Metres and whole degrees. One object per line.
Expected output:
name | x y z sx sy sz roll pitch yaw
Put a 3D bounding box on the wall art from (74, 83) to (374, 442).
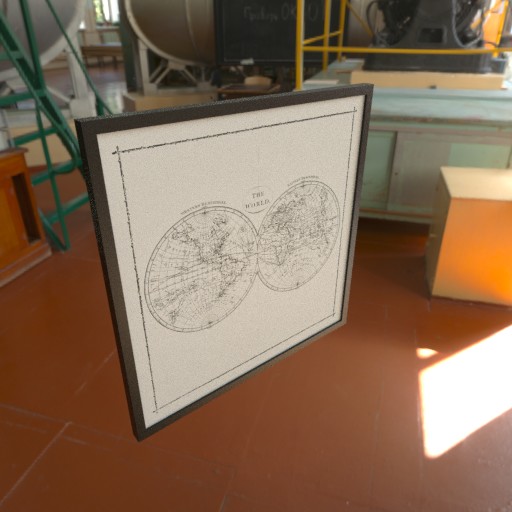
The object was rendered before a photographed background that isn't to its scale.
wall art | 0.000 0.000 1.140 0.773 0.775 0.031 -21 35 -34
